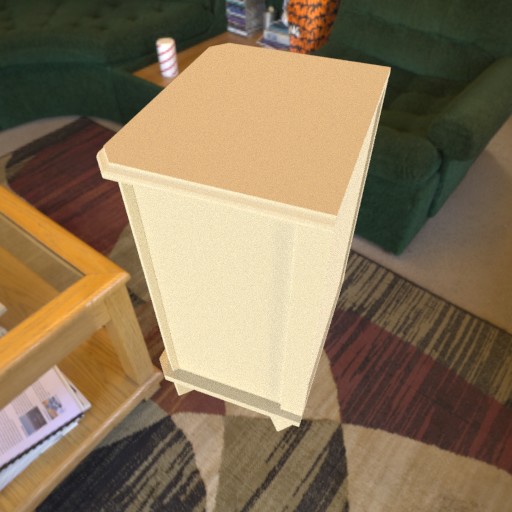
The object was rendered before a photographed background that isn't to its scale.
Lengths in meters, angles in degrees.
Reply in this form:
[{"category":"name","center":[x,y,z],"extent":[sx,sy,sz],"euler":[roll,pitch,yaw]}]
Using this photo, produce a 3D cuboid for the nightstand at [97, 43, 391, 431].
[{"category":"nightstand","center":[0.000,0.000,0.932],"extent":[0.351,0.681,0.435],"euler":[15,49,14]}]
